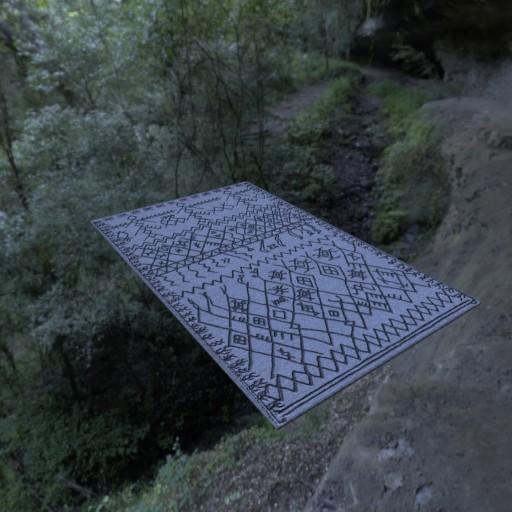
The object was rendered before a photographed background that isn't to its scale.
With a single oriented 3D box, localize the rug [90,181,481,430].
[{"bbox_3d":[0.000,0.000,3.087,1.526,0.012,2.444,-20,36,-30],"label":"rug"}]
